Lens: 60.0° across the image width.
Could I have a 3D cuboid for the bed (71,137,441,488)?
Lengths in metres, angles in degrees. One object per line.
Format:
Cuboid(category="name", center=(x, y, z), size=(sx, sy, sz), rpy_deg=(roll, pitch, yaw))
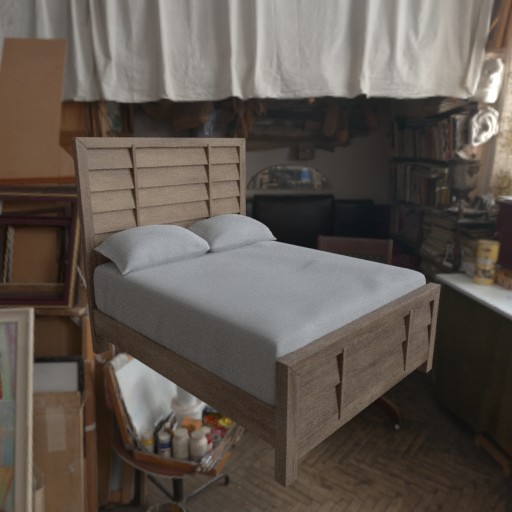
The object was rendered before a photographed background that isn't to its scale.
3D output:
Cuboid(category="bed", center=(0.000, 0.000, 3.148), size=(2.017, 1.631, 1.615), rpy_deg=(14, 20, 43))
